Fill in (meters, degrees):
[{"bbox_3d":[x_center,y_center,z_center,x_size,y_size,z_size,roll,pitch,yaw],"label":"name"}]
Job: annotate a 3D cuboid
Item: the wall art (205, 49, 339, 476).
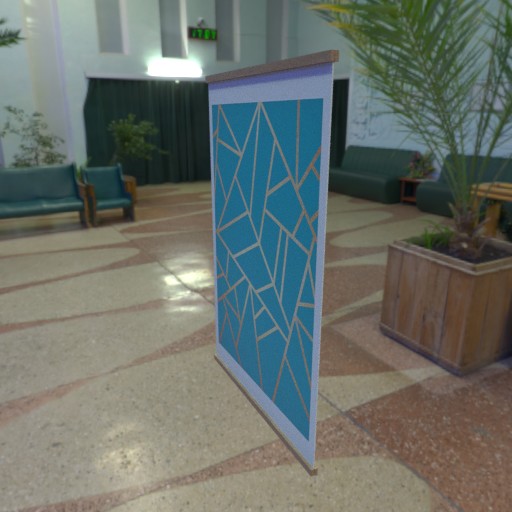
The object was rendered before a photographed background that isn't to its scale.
[{"bbox_3d":[0.000,0.000,1.923,0.030,1.519,0.990,-9,20,-26],"label":"wall art"}]
